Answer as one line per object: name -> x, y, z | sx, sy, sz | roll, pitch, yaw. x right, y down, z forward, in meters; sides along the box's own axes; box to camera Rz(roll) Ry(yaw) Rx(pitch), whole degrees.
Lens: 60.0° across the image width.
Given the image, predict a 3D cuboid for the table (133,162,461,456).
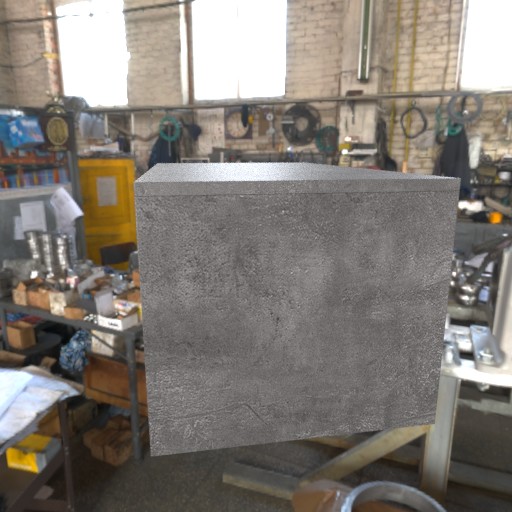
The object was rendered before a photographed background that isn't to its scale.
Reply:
table -> 0.000, 0.000, 0.899 | 0.400, 0.350, 0.700 | -2, 14, -10
